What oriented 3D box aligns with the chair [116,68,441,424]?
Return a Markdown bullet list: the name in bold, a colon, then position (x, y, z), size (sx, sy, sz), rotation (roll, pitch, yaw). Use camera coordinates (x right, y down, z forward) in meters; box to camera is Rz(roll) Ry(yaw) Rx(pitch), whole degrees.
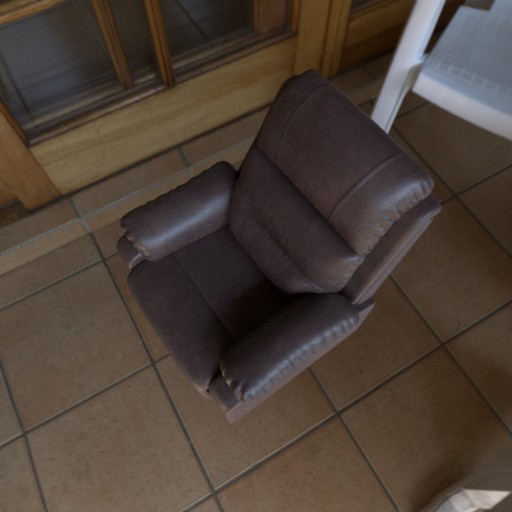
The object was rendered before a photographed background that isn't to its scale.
- **chair**: position (0.000, 0.000, 1.672), size (0.919, 0.992, 0.855), rotation (-33, 69, -15)
